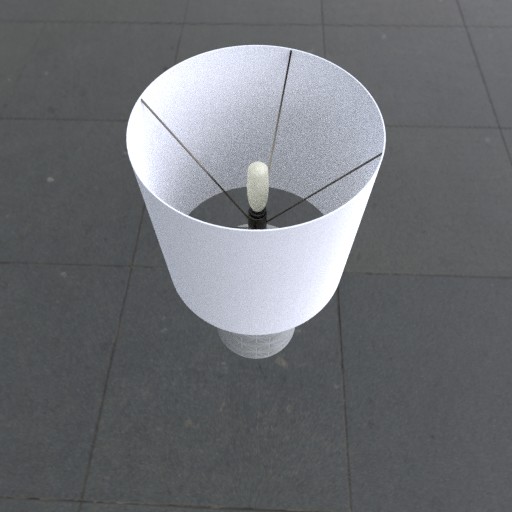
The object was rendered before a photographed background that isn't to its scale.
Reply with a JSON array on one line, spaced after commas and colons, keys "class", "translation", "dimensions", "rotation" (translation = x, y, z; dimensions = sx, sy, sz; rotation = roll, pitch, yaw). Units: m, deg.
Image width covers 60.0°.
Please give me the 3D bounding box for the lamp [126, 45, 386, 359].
[{"class": "lamp", "translation": [0.000, 0.000, 0.535], "dimensions": [0.206, 0.416, 0.206], "rotation": [15, 61, 9]}]
